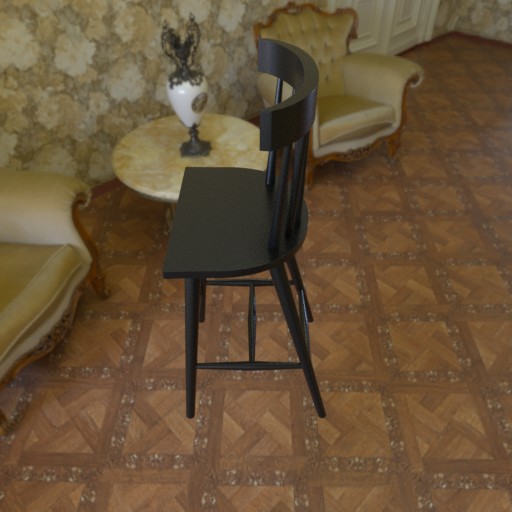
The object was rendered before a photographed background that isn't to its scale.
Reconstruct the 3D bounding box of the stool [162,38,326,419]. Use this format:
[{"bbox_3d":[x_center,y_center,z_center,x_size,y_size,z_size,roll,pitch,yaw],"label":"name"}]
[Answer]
[{"bbox_3d":[0.000,0.000,1.327,0.483,1.092,0.482,0,41,0],"label":"stool"}]
